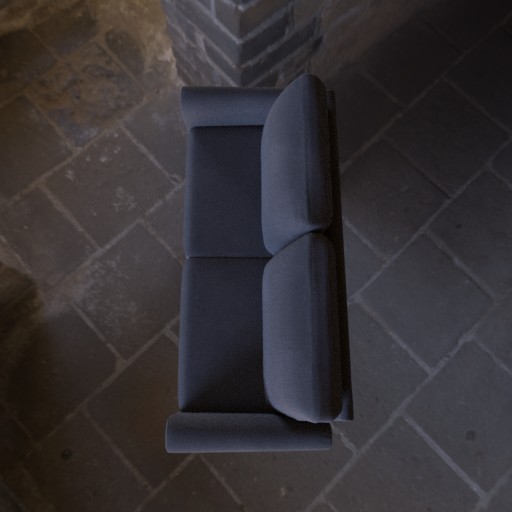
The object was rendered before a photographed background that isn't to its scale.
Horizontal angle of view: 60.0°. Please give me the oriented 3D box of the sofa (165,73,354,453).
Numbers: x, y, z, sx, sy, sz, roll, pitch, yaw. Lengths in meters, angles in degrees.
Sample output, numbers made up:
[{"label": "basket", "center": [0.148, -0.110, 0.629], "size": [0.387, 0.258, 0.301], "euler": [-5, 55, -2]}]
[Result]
[{"label": "sofa", "center": [0.000, 0.000, 2.401], "size": [0.842, 0.942, 1.935], "euler": [0, 75, 0]}]
